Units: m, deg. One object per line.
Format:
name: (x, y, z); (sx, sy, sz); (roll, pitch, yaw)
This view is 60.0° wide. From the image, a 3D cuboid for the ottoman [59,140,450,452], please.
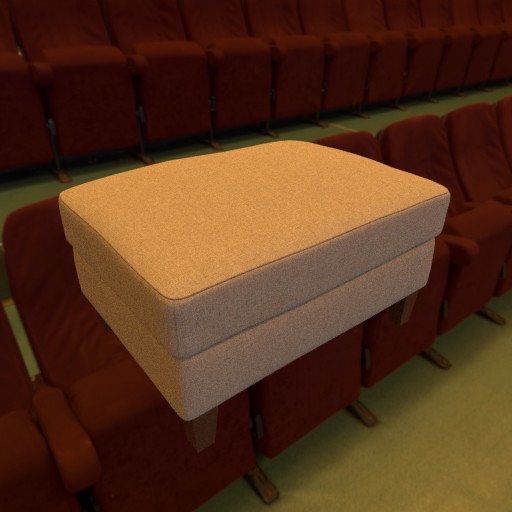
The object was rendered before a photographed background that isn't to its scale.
ottoman: (0.000, 0.000, 1.310); (0.898, 0.519, 0.677); (-21, 35, -32)
